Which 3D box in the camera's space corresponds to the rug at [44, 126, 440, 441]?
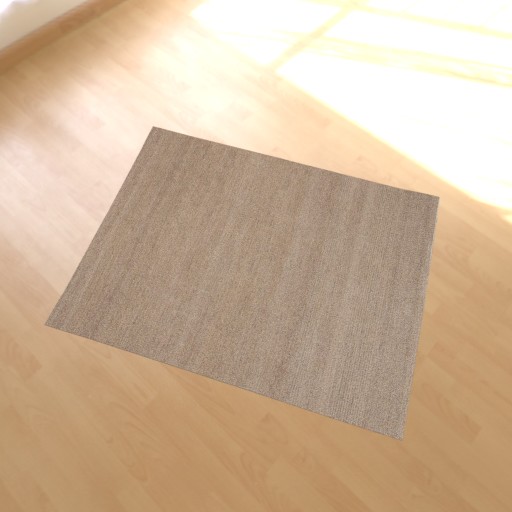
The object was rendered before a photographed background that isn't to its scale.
[{"bbox_3d":[0.000,0.000,4.285,3.245,0.046,2.467,16,64,8],"label":"rug"}]
